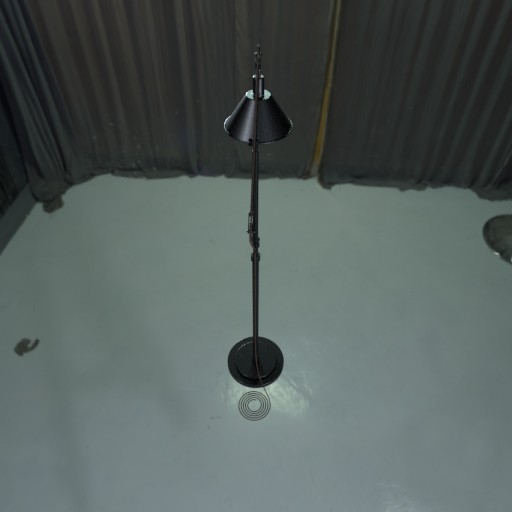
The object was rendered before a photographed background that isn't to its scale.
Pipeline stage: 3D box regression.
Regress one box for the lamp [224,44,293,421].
[{"bbox_3d":[0.000,0.000,1.994,0.319,1.626,0.904,1,46,1],"label":"lamp"}]
